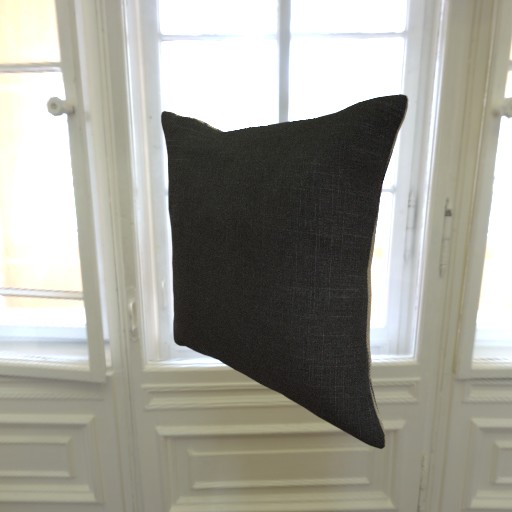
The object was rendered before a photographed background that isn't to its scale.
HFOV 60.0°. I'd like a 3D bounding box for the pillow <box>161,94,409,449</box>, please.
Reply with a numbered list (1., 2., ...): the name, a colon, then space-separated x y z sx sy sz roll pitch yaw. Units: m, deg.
1. pillow: 0.000 0.000 0.680 0.138 0.444 0.468 -14 20 -43
